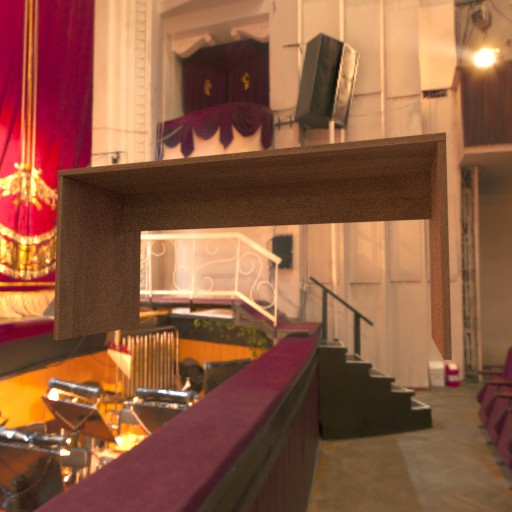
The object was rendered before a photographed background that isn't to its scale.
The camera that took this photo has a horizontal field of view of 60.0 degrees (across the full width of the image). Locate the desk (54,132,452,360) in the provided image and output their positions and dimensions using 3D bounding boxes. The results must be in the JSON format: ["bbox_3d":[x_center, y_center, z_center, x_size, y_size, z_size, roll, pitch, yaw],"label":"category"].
[{"bbox_3d":[0.000,0.000,2.087,1.600,0.752,0.802,-1,-4,18],"label":"desk"}]
